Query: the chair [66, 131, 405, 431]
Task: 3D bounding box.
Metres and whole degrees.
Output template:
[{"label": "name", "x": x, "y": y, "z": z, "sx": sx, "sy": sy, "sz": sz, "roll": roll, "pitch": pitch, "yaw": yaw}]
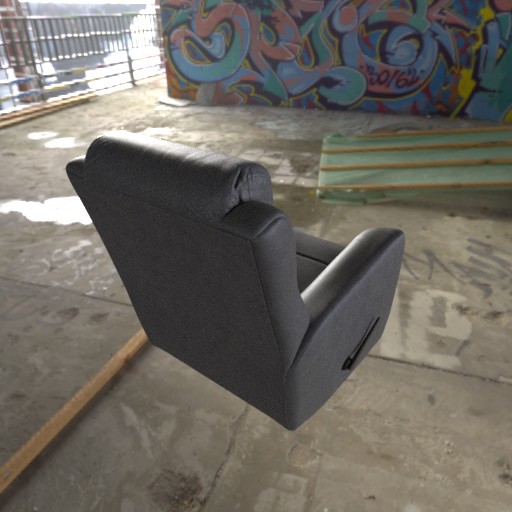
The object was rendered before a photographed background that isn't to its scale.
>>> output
[{"label": "chair", "x": 0.000, "y": 0.000, "z": 1.867, "sx": 0.967, "sy": 1.116, "sz": 1.068, "roll": 21, "pitch": 36, "yaw": 33}]
